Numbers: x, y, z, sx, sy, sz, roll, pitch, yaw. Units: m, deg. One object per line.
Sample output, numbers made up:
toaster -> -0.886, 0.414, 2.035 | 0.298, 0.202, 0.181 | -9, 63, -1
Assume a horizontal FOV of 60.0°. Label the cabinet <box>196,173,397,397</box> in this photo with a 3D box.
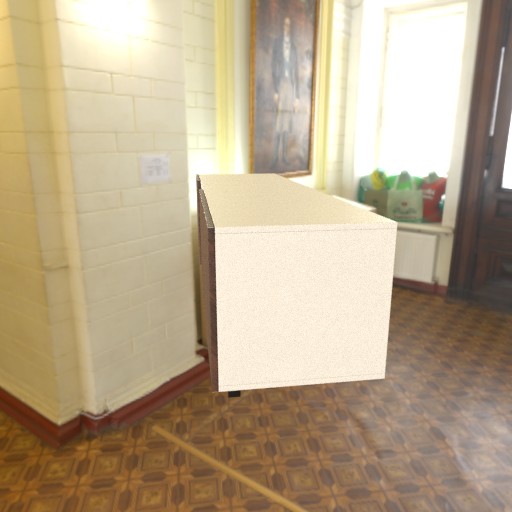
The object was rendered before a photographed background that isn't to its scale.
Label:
cabinet -> 0.000, 0.000, 1.763 | 0.431, 0.533, 1.499 | -2, 15, -8
